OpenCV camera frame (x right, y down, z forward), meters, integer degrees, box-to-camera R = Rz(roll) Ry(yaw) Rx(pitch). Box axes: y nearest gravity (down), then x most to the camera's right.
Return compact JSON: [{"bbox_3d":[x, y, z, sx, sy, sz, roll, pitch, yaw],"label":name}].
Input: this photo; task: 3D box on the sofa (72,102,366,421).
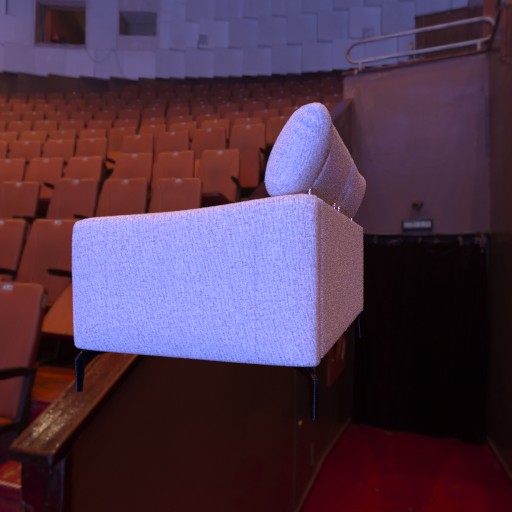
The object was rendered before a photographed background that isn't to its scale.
[{"bbox_3d":[0.000,0.000,2.074,0.905,0.950,1.540,0,0,19],"label":"sofa"}]
